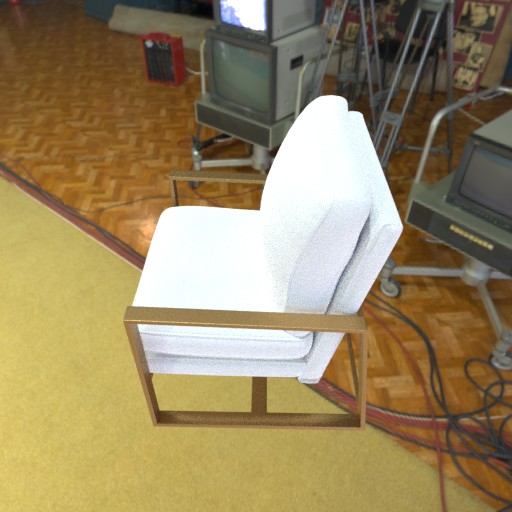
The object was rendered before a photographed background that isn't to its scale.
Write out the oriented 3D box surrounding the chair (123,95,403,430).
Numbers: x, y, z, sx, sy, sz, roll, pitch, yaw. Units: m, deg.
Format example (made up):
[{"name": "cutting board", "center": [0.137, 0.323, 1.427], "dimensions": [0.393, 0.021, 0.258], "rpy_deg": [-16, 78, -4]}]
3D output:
[{"name": "chair", "center": [0.000, 0.000, 1.591], "dimensions": [0.813, 0.966, 0.805], "rpy_deg": [1, 42, 1]}]
